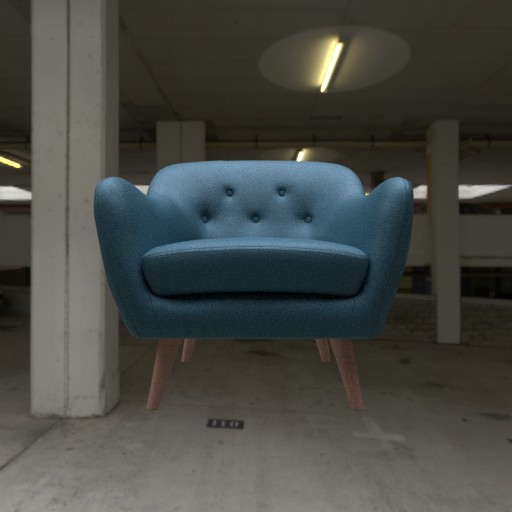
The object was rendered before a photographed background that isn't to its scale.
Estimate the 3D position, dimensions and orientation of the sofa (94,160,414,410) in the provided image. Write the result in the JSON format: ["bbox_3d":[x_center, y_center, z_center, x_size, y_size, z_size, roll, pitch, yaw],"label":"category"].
[{"bbox_3d":[0.000,0.000,1.498,0.836,0.817,0.825,0,0,0],"label":"sofa"}]
